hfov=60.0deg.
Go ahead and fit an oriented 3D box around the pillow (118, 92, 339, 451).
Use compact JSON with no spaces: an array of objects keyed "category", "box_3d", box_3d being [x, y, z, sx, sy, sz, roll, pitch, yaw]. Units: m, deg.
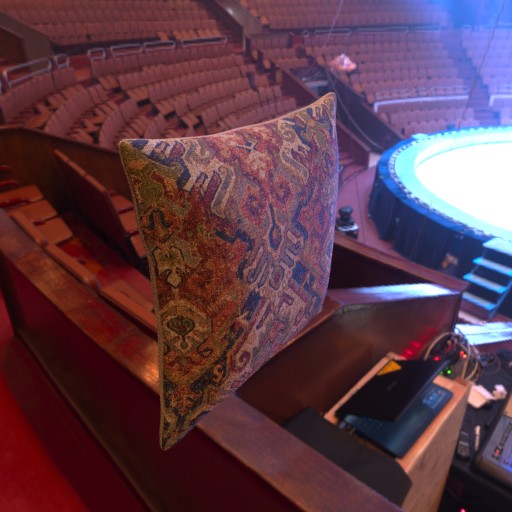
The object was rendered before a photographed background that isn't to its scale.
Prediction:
[{"category":"pillow","box_3d":[0.000,0.000,0.799,0.166,0.506,0.523,19,33,32]}]
